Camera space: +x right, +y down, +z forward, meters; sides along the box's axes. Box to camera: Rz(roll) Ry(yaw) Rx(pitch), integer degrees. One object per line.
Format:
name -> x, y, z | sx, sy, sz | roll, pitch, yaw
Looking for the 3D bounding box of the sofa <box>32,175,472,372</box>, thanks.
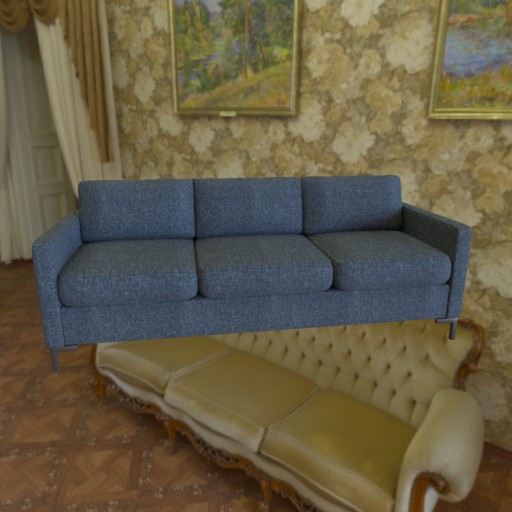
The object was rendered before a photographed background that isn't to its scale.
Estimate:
sofa -> 0.000, 0.000, 2.625 | 2.218, 0.874, 0.859 | -3, 17, -9
